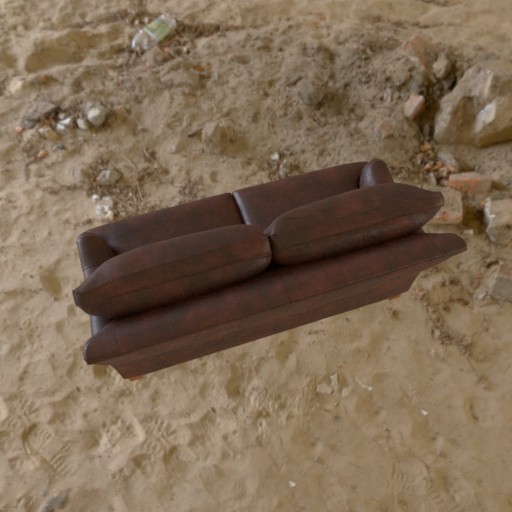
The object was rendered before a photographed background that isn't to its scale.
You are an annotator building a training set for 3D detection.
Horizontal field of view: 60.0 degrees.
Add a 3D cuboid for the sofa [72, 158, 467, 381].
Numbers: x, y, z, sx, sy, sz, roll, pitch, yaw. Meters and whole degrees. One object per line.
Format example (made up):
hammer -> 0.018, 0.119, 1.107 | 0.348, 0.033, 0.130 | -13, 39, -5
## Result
sofa -> 0.000, 0.000, 2.859 | 2.144, 1.071, 1.147 | -16, 60, -9
